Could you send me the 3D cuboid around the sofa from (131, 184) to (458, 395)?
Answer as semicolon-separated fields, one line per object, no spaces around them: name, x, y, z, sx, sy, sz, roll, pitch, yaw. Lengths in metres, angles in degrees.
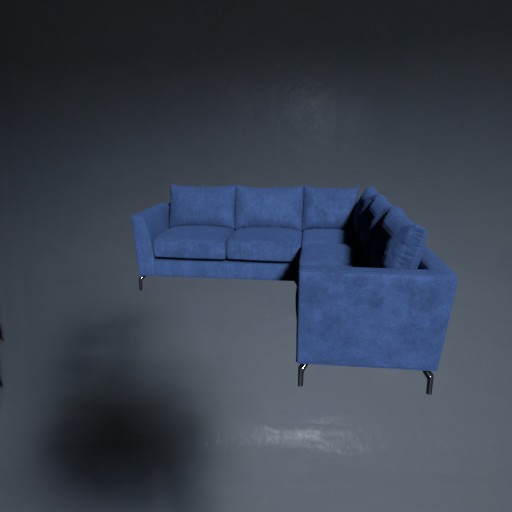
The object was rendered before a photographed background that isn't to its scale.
sofa;0.000;0.000;3.739;2.472;0.988;2.463;2;15;6
